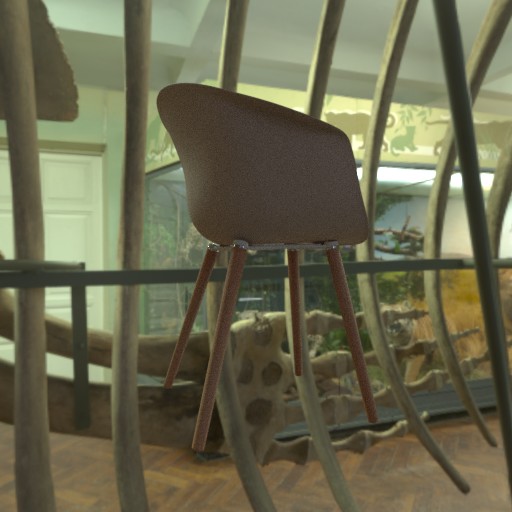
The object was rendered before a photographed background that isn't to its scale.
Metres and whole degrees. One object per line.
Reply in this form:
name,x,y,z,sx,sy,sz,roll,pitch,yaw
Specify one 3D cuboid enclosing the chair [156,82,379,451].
chair,0.000,0.000,1.159,0.504,0.781,0.593,0,1,-19
